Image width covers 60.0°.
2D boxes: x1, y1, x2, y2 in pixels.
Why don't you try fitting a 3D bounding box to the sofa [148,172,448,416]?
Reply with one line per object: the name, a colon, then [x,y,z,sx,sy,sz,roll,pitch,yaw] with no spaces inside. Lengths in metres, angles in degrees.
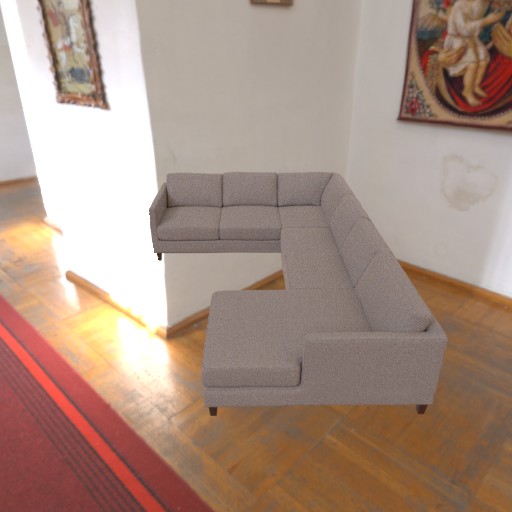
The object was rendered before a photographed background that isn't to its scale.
sofa: [0.000,0.000,4.446,2.424,0.865,3.438,0,26,-1]
